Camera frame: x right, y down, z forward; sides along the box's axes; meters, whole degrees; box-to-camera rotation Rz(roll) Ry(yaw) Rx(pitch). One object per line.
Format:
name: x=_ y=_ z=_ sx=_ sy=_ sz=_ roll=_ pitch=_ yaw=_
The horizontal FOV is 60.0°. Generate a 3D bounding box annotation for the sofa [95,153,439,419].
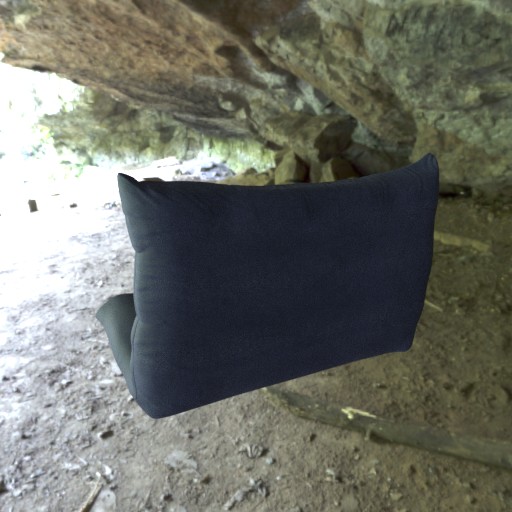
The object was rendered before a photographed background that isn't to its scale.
sofa: x=0.000 y=0.000 z=1.713 sx=1.122 sy=0.778 sz=0.849 roll=-8 pitch=17 yaw=-26
